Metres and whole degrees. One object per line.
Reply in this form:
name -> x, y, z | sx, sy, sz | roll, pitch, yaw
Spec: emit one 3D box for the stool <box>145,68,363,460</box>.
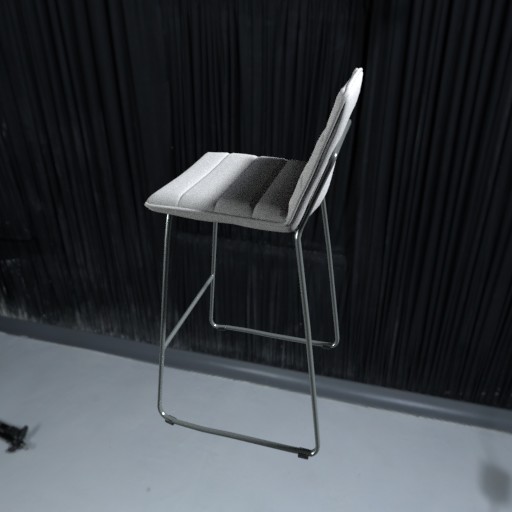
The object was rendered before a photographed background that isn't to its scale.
stool -> 0.000, 0.000, 1.242 | 0.490, 0.960, 0.490 | 8, 30, 14
